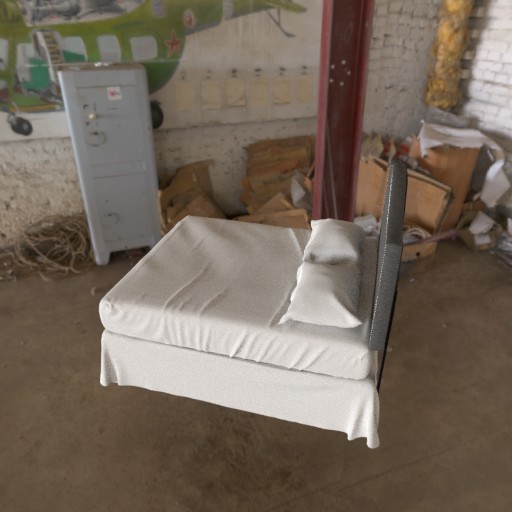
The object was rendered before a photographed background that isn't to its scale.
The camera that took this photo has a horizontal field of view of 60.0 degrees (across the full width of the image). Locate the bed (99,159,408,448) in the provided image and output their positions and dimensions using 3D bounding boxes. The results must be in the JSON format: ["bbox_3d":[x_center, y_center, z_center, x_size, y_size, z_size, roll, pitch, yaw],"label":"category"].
[{"bbox_3d":[0.000,0.000,3.563,2.221,1.645,1.876,8,30,14],"label":"bed"}]
